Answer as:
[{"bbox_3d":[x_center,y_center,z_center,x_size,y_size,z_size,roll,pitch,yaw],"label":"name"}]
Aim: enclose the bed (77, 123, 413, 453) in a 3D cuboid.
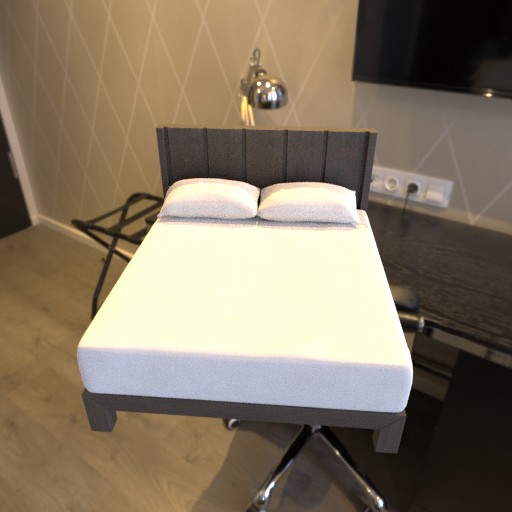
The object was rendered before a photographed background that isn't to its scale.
[{"bbox_3d":[0.000,0.000,3.025,1.735,1.261,1.992,2,31,4],"label":"bed"}]
